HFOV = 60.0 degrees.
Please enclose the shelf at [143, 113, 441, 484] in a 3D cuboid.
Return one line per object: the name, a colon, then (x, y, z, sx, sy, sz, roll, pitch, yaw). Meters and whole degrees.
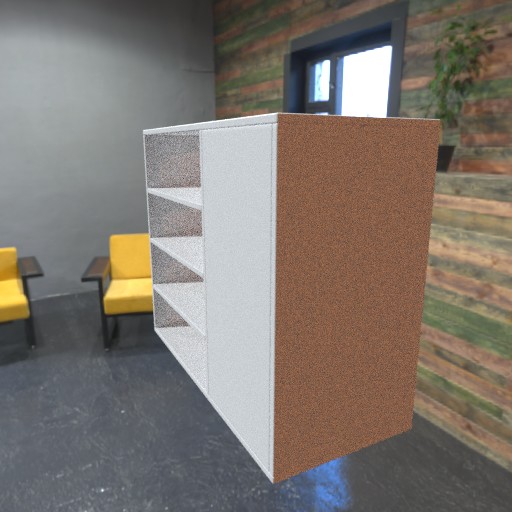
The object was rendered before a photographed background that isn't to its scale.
shelf: (0.000, 0.000, 1.300, 0.396, 0.732, 0.895, -7, 16, -27)
